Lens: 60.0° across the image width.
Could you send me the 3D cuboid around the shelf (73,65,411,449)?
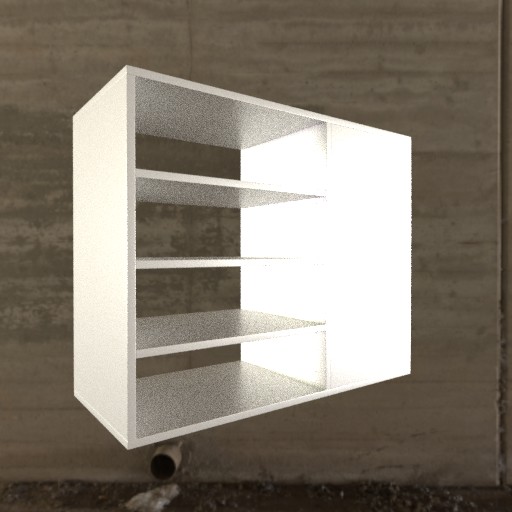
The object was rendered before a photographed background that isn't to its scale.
[{"bbox_3d":[0.000,0.000,1.265,0.895,0.732,0.396,0,1,-36],"label":"shelf"}]
